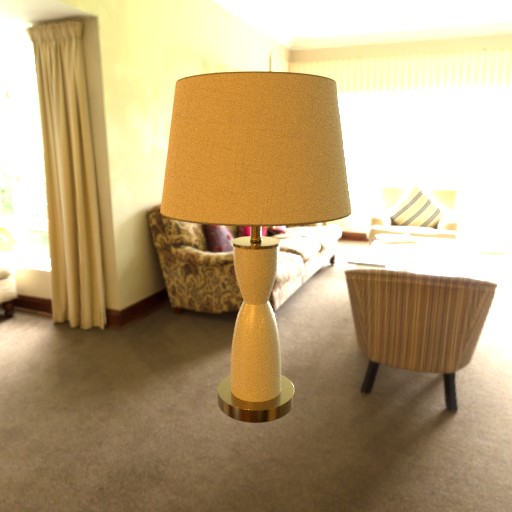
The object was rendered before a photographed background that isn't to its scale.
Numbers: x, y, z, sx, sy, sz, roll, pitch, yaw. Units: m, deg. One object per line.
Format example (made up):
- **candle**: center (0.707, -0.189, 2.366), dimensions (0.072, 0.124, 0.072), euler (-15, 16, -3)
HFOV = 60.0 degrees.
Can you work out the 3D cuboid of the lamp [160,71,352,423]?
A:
- **lamp**: center (0.000, 0.000, 0.749), dimensions (0.309, 0.545, 0.309), euler (0, 14, 0)
